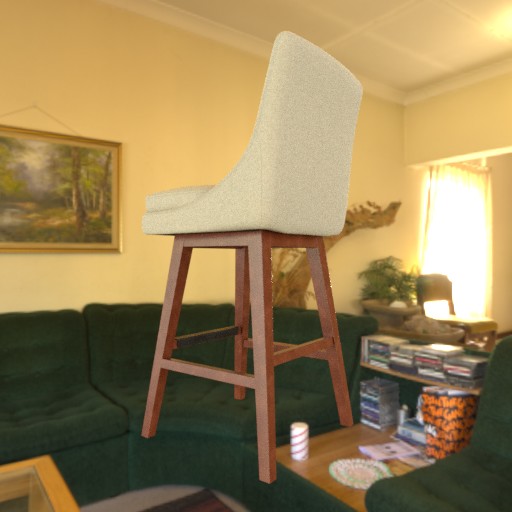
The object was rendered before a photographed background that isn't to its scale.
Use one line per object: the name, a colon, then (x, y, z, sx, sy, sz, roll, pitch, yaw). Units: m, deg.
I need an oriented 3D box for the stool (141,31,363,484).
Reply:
stool: (0.000, 0.000, 1.377, 0.559, 1.092, 0.470, 0, 0, 37)
